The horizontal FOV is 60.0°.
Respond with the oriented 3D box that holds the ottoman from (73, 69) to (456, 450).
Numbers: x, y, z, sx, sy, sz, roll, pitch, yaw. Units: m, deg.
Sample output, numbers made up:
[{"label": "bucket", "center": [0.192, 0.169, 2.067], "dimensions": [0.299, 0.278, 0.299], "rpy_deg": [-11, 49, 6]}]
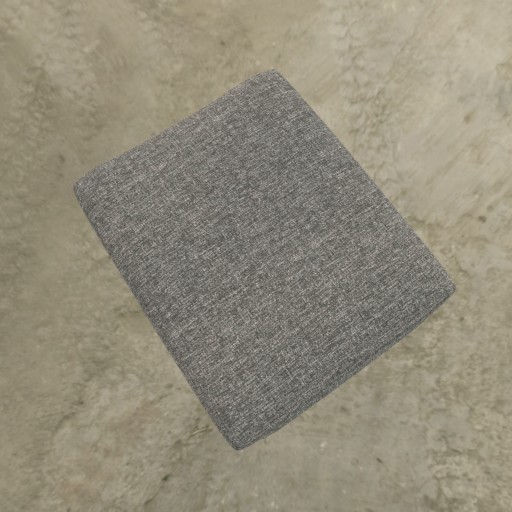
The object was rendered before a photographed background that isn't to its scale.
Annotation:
[{"label": "ottoman", "center": [0.000, 0.000, 1.246], "dimensions": [0.683, 0.480, 0.828], "rpy_deg": [-33, 76, -9]}]
